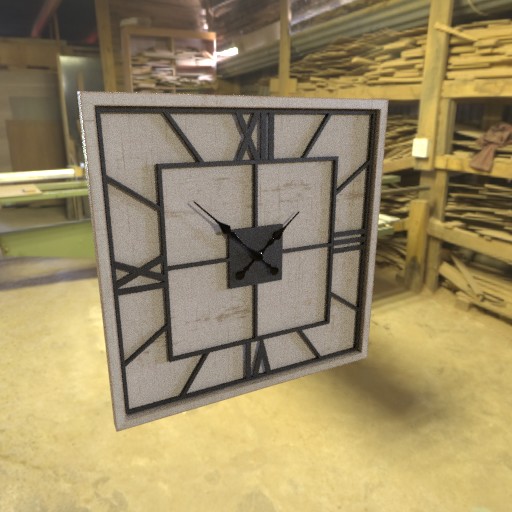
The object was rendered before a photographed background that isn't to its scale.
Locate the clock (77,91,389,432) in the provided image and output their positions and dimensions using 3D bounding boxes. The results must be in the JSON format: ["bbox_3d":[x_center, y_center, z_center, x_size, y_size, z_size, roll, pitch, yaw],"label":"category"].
[{"bbox_3d":[0.000,0.000,1.039,0.705,0.705,0.032,-8,19,-26],"label":"clock"}]
